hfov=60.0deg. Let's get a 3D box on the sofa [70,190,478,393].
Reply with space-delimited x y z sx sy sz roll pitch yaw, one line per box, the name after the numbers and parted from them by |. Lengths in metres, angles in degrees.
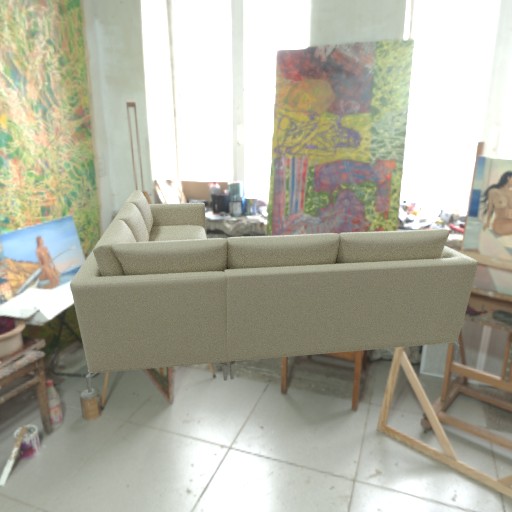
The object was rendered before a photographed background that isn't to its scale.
0.000 0.000 3.762 2.430 0.867 2.448 -3 17 -9 | sofa
